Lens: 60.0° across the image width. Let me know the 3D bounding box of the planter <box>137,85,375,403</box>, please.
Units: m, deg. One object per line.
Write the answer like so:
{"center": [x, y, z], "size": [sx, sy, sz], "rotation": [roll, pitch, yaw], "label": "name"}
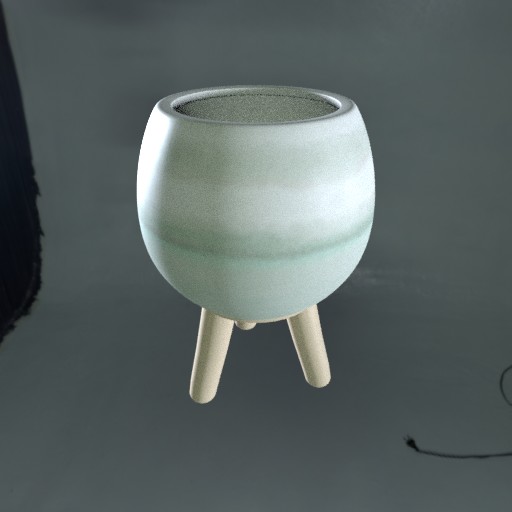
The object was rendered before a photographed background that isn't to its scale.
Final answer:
{"center": [0.000, 0.000, 0.333], "size": [0.161, 0.224, 0.161], "rotation": [0, 30, 0], "label": "planter"}
